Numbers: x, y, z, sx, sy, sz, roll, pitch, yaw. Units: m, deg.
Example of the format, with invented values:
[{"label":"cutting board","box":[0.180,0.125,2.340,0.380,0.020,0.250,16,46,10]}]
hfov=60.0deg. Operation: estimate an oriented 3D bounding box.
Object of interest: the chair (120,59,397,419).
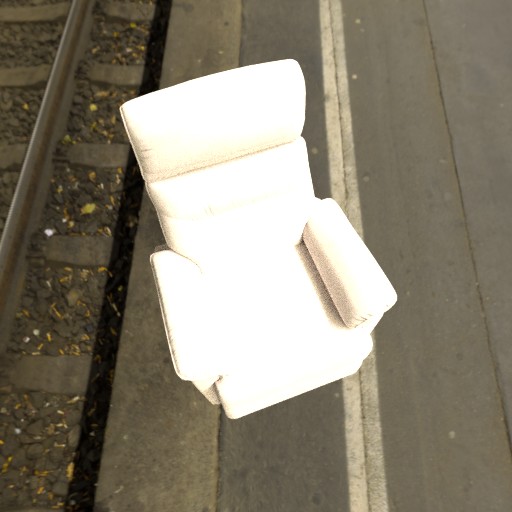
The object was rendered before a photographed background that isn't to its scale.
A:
[{"label":"chair","box":[0.000,0.000,1.739,0.820,1.039,1.001,-18,66,-9]}]
